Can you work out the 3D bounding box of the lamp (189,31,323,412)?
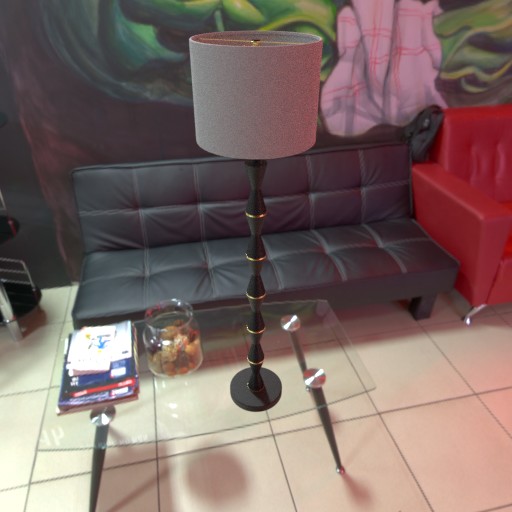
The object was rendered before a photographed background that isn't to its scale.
[{"bbox_3d":[0.000,0.000,1.665,0.381,1.480,0.381,11,34,17],"label":"lamp"}]
